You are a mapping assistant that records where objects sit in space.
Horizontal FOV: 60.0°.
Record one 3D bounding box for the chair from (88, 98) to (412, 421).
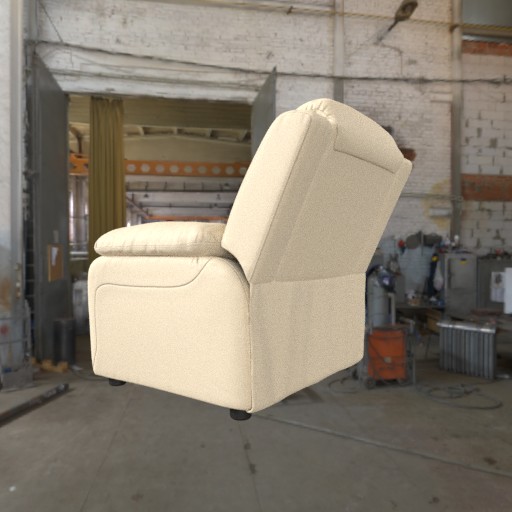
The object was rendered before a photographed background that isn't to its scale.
[{"bbox_3d":[0.000,0.000,1.254,0.709,0.702,0.680,1,1,37],"label":"chair"}]
